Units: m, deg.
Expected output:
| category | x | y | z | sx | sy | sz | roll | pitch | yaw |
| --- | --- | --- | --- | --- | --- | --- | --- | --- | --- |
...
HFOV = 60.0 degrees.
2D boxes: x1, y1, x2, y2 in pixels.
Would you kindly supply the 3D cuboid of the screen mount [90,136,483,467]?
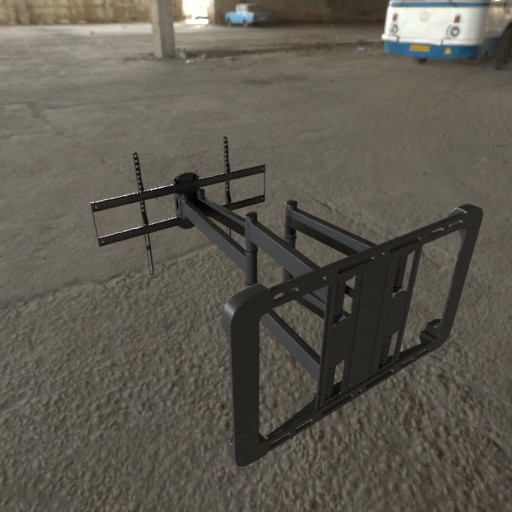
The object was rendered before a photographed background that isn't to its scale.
| category | x | y | z | sx | sy | sz | roll | pitch | yaw |
| --- | --- | --- | --- | --- | --- | --- | --- | --- | --- |
| screen mount | 0.000 | 0.000 | 1.330 | 0.725 | 0.483 | 0.905 | -19 | 35 | -29 |
